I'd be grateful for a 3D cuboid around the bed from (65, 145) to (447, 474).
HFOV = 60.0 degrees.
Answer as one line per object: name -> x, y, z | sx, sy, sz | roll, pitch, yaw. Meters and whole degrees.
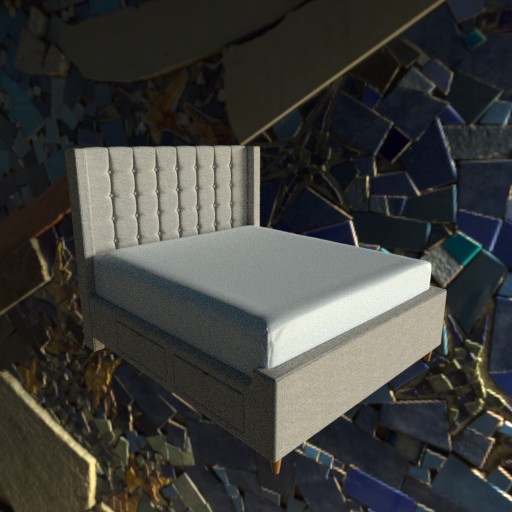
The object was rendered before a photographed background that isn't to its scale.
bed -> 0.000, 0.000, 3.676 | 2.044, 1.748, 2.372 | -14, 20, -42
